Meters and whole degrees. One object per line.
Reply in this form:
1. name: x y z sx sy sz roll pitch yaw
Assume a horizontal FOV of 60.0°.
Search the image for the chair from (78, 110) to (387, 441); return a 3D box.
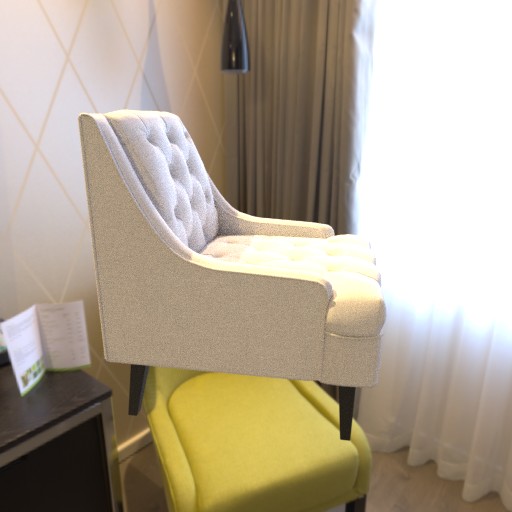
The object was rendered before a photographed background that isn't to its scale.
1. chair: 0.000 0.000 1.427 0.772 0.891 0.658 3 17 9
